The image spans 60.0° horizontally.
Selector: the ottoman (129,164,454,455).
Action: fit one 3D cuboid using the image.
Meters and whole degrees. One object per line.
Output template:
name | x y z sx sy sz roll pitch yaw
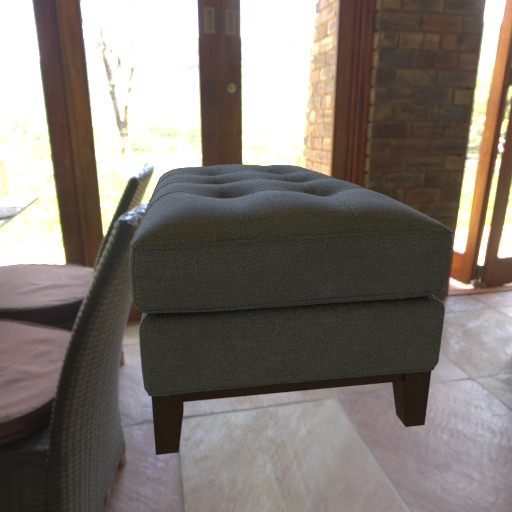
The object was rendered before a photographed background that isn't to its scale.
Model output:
ottoman | 0.000 0.000 1.407 0.648 0.514 1.143 -3 16 -9
